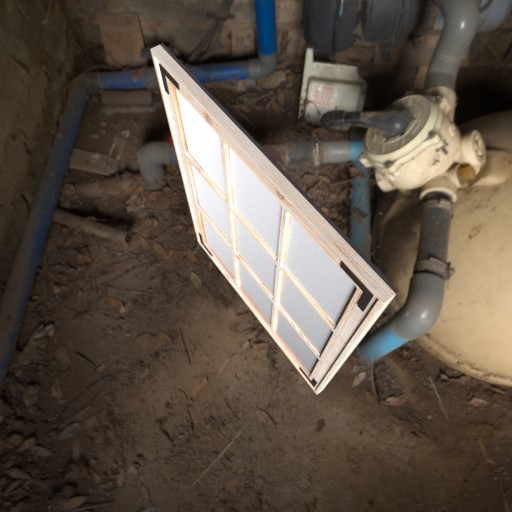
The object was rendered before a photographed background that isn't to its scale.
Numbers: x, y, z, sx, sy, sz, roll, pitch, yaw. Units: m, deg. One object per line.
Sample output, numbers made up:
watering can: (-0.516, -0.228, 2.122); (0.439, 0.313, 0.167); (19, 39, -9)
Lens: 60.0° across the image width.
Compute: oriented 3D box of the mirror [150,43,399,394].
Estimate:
mirror: (0.000, 0.000, 1.234); (0.032, 0.882, 0.730); (-34, 68, -15)
